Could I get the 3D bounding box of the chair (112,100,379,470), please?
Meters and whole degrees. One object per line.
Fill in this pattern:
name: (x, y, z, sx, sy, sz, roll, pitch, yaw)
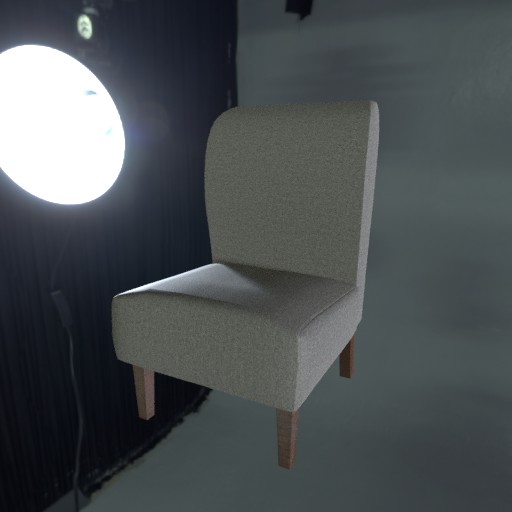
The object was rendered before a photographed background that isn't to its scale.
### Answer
chair: (0.000, 0.000, 1.165, 0.513, 0.804, 0.592, 7, 15, 26)
